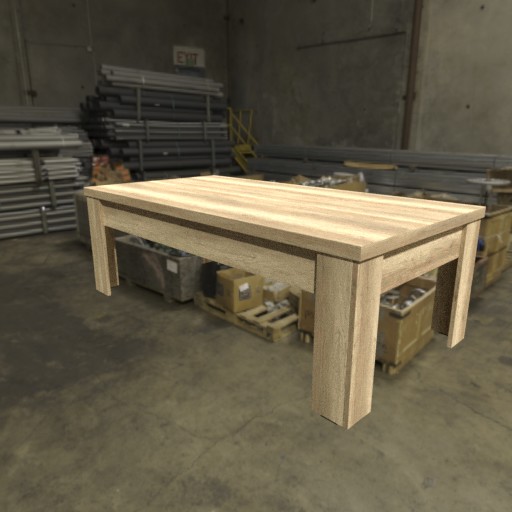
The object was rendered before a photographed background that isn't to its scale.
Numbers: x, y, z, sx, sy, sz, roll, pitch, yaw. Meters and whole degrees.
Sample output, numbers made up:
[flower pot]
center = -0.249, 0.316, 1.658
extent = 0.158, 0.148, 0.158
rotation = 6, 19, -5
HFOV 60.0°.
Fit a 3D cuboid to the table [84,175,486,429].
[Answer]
[table]
center = 0.000, 0.000, 1.685
extent = 0.700, 0.460, 1.350
rotation = -15, 22, -42
